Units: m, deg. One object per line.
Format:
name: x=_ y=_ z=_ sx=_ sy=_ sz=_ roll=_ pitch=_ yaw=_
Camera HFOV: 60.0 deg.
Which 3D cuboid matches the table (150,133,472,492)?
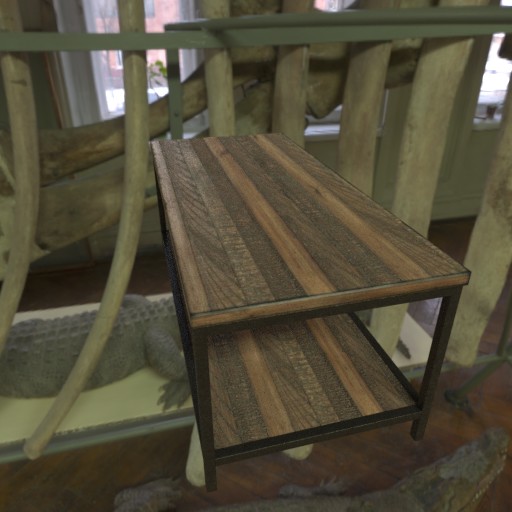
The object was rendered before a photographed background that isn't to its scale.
table: x=0.000 y=0.000 z=1.175 sx=0.452 sy=0.399 sz=0.990 roll=-7 pitch=29 yaw=-13
